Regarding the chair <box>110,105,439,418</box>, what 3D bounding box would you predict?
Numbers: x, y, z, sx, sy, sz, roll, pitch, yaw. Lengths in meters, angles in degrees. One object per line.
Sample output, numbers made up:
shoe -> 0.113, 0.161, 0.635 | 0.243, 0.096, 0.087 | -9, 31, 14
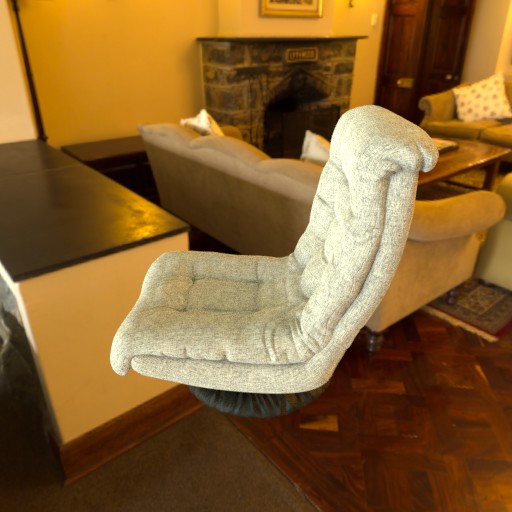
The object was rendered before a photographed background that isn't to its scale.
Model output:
chair -> 0.000, 0.000, 0.957 | 0.583, 0.600, 0.400 | 1, 27, 1
